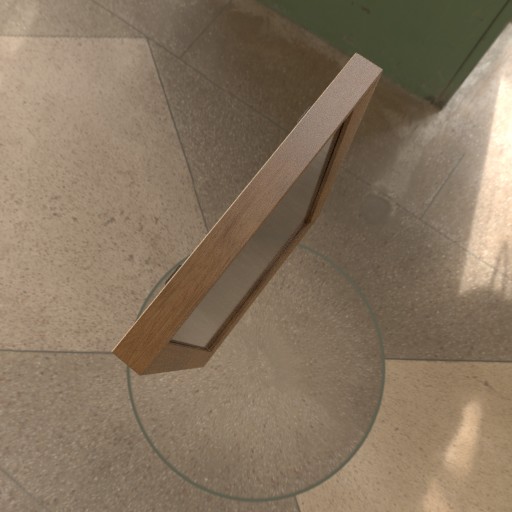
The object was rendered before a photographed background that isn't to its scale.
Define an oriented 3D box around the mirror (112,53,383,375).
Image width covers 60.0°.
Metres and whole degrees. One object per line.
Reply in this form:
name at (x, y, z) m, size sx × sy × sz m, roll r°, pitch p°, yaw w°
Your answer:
mirror at (0.000, 0.000, 0.695) m, size 0.041 × 0.508 × 0.405 m, roll 37°, pitch 79°, yaw 8°
